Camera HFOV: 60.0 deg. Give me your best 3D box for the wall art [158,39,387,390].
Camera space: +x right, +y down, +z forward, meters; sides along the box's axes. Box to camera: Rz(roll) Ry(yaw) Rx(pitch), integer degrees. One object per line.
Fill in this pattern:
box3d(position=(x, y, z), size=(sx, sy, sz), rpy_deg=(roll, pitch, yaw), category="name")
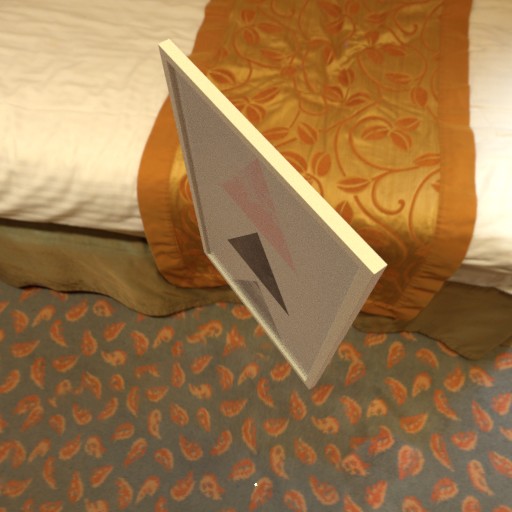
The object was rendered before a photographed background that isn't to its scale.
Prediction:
box3d(position=(0.000, 0.000, 0.565), size=(0.013, 0.433, 0.303), rpy_deg=(-33, 67, -16), category="wall art")
